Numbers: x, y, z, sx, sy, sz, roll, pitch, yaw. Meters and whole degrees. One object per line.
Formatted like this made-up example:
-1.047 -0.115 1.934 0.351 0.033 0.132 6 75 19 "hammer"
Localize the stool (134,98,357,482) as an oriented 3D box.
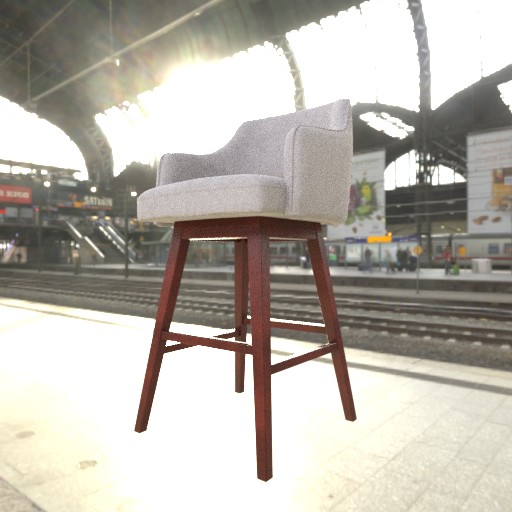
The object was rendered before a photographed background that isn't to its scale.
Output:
0.000 0.000 1.349 0.548 1.012 0.558 0 0 37 "stool"
